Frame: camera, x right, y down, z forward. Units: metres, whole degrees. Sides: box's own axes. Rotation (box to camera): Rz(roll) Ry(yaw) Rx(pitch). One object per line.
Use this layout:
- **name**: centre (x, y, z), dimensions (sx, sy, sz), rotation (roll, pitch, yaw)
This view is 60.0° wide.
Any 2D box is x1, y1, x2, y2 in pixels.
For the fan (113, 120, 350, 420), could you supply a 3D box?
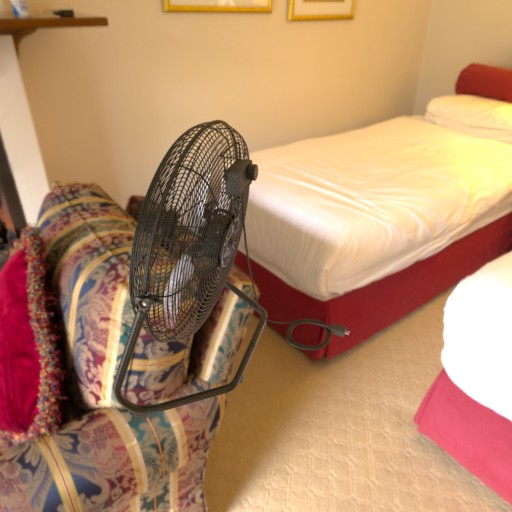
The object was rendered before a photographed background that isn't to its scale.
- **fan**: centre (0.000, 0.000, 0.946), dimensions (0.424, 0.546, 0.555), rotation (8, 31, 14)
